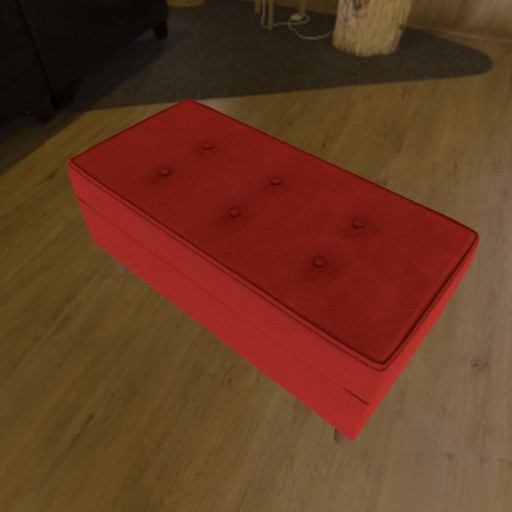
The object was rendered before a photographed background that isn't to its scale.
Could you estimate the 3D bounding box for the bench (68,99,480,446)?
[{"bbox_3d":[0.000,0.000,1.296,1.016,0.471,0.492,32,55,26],"label":"bench"}]
